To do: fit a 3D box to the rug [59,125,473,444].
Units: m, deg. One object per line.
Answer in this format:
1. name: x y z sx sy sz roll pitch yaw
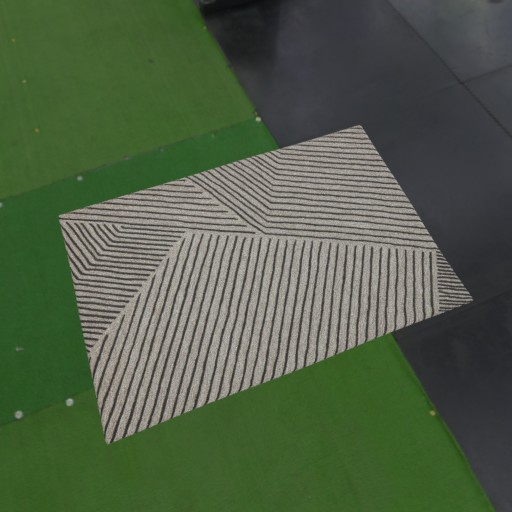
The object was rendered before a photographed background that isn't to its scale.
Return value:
1. rug: 0.000 0.000 2.306 1.842 0.019 1.237 -19 64 -9
